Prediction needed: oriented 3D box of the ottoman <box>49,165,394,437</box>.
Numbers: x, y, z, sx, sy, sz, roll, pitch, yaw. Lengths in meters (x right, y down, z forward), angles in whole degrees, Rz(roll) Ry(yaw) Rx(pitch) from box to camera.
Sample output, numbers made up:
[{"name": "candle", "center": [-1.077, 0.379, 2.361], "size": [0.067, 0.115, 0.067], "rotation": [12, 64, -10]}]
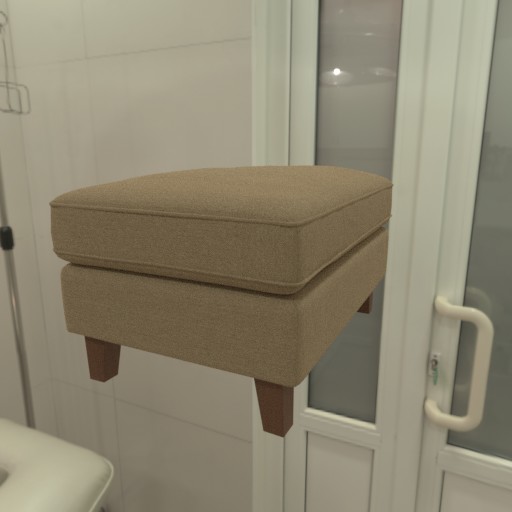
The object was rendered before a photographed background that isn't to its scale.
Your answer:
[{"name": "ottoman", "center": [0.000, 0.000, 1.315], "size": [0.636, 0.521, 0.945], "rotation": [7, 15, 26]}]
